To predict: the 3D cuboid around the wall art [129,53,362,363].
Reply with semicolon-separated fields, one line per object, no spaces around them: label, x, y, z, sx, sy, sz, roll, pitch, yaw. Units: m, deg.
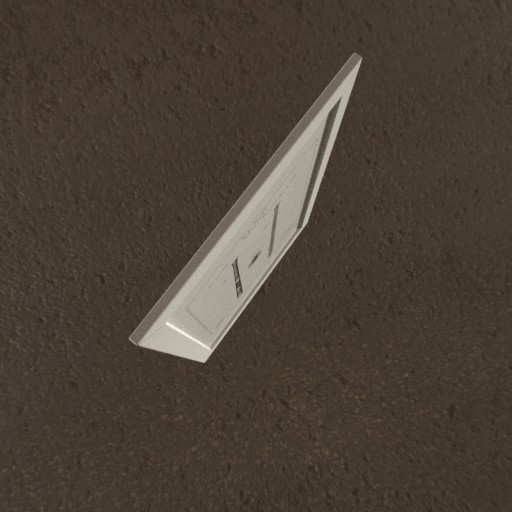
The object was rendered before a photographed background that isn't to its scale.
wall art;0.000;0.000;0.689;0.012;0.529;0.374;35;78;9
